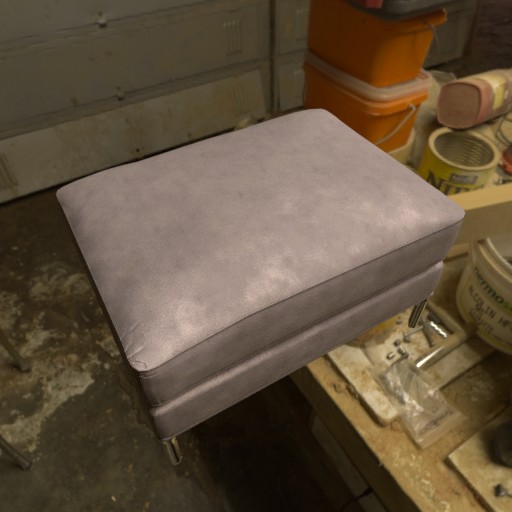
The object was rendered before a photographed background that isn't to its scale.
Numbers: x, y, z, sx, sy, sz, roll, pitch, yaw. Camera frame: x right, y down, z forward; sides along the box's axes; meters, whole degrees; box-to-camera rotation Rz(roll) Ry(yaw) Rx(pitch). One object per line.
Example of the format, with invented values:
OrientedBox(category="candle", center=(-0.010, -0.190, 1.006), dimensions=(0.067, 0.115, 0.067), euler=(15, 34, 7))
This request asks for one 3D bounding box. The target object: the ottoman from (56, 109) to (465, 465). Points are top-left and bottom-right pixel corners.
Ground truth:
OrientedBox(category="ottoman", center=(0.000, 0.000, 1.040), dimensions=(0.719, 0.456, 0.520), euler=(-23, 51, -20))
